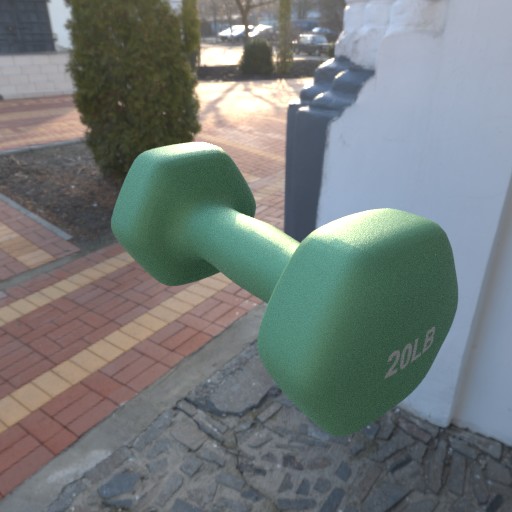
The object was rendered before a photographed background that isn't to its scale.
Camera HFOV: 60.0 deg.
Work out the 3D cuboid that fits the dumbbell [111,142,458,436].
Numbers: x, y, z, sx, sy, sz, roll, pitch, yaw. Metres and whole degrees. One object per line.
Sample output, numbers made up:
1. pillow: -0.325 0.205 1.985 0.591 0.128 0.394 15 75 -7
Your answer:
1. dumbbell: 0.000 0.000 0.313 0.129 0.117 0.260 -19 32 -32
